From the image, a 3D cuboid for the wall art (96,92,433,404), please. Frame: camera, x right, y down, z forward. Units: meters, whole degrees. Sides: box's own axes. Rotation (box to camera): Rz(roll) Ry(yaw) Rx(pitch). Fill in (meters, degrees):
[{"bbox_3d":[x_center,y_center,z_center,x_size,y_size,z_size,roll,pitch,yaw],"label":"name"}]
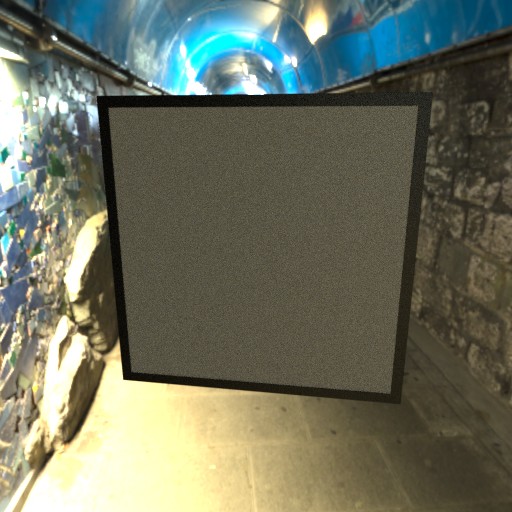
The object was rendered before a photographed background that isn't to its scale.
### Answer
[{"bbox_3d":[0.000,0.000,1.175,0.807,0.807,0.022,2,16,8],"label":"wall art"}]
